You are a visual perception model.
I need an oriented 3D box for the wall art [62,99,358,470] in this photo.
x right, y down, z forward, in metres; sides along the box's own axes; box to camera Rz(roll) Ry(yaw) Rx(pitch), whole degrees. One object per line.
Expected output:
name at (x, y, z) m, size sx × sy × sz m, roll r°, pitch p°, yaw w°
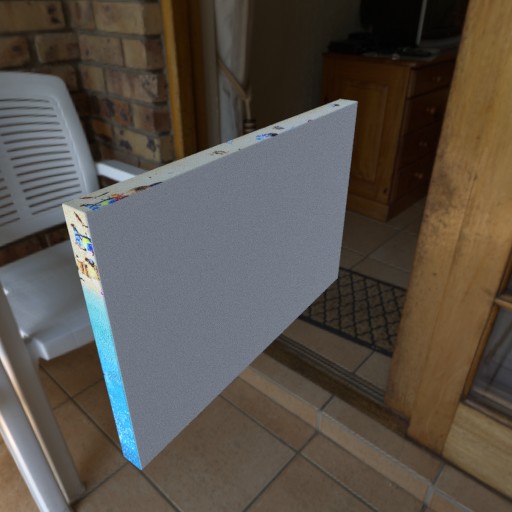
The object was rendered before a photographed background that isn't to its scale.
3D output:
wall art at (0.000, 0.000, 1.099) m, size 0.057 × 0.595 × 0.894 m, roll 21°, pitch 37°, yaw 30°
